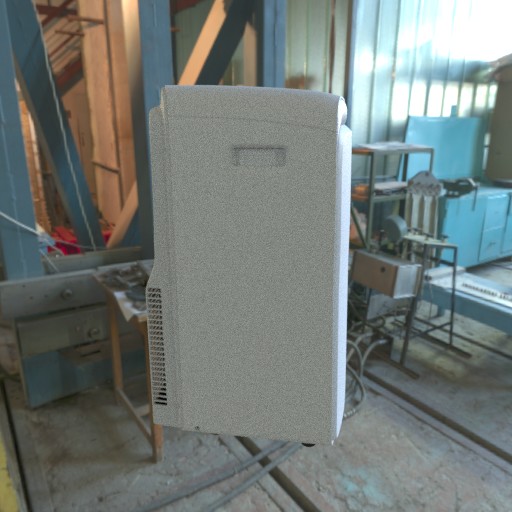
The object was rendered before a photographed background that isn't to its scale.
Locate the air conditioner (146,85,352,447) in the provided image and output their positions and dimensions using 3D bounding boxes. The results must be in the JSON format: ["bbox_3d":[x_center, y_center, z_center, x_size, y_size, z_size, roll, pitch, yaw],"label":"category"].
[{"bbox_3d":[0.000,0.000,1.087,0.467,0.765,0.478,3,17,11],"label":"air conditioner"}]
